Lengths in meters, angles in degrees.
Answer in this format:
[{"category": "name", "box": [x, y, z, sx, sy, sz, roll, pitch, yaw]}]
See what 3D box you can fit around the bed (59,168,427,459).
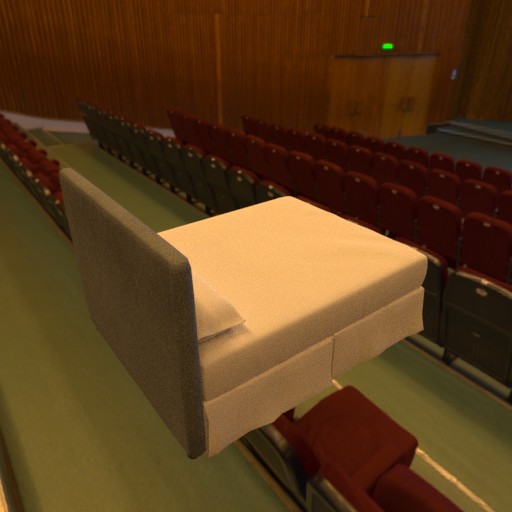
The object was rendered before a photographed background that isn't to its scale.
[{"category": "bed", "box": [0.000, 0.000, 3.278, 2.142, 1.330, 1.713, -20, 34, -32]}]
